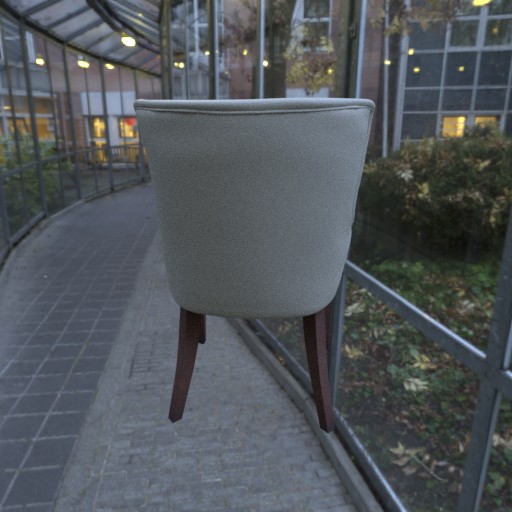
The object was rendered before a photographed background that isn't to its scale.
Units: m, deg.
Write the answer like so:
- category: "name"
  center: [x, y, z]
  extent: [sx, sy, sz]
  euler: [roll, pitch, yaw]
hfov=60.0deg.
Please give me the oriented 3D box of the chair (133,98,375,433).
- category: "chair"
  center: [0.000, 0.000, 1.448]
  extent: [0.660, 0.952, 0.686]
  euler: [2, 16, 6]
